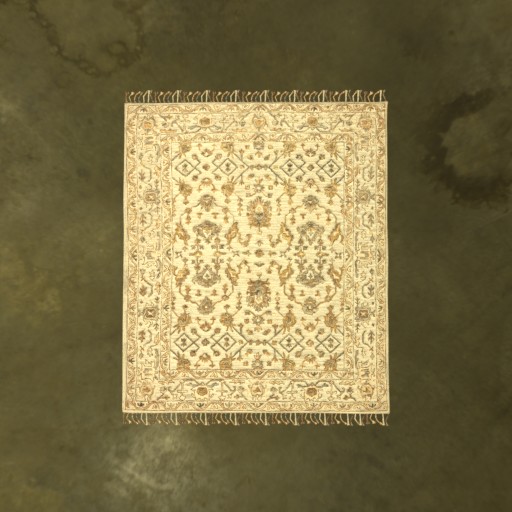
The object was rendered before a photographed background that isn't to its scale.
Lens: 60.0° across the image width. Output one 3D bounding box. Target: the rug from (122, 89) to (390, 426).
[{"bbox_3d":[0.000,0.000,4.031,2.426,0.034,3.061,0,88,0],"label":"rug"}]
